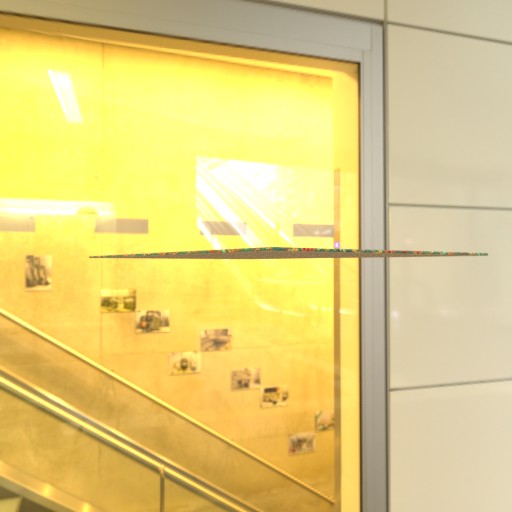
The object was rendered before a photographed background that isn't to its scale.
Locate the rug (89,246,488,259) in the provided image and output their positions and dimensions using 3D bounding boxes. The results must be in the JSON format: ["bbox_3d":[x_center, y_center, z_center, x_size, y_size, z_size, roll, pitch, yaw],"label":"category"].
[{"bbox_3d":[0.000,0.000,2.933,1.527,0.016,2.290,1,-1,-36],"label":"rug"}]
